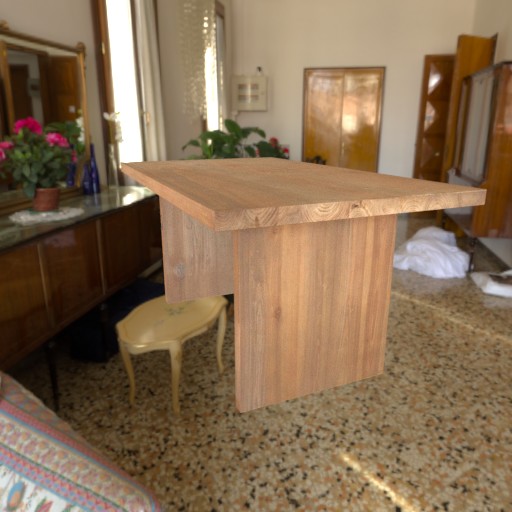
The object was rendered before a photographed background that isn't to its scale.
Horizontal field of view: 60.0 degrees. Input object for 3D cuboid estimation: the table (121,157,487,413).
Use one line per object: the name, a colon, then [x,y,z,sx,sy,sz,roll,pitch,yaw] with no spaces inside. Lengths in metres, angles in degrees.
table: [0.000,0.000,2.090,0.946,0.780,1.609,-7,18,-23]
